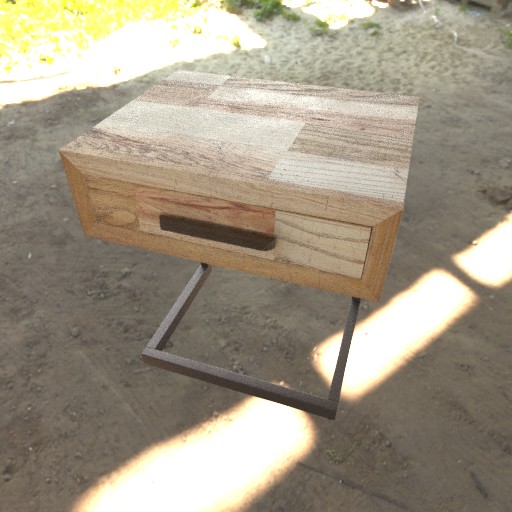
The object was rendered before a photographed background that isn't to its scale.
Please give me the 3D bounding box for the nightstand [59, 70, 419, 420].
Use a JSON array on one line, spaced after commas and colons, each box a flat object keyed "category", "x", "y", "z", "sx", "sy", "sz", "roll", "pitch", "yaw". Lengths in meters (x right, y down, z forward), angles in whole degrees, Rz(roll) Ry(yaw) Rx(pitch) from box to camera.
[{"category": "nightstand", "x": 0.000, "y": 0.000, "z": 1.017, "sx": 0.558, "sy": 0.632, "sz": 0.481, "roll": 12, "pitch": 41, "yaw": 14}]
